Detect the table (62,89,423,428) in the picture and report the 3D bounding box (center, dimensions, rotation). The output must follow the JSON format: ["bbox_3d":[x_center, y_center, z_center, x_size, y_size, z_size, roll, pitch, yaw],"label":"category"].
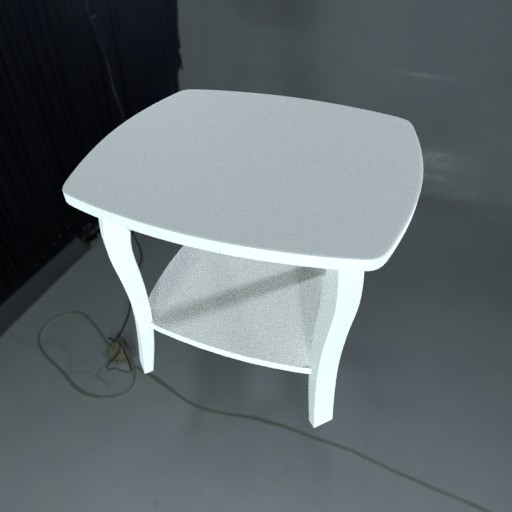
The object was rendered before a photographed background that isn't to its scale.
[{"bbox_3d":[0.000,0.000,0.836,0.502,0.438,0.451,13,43,14],"label":"table"}]
